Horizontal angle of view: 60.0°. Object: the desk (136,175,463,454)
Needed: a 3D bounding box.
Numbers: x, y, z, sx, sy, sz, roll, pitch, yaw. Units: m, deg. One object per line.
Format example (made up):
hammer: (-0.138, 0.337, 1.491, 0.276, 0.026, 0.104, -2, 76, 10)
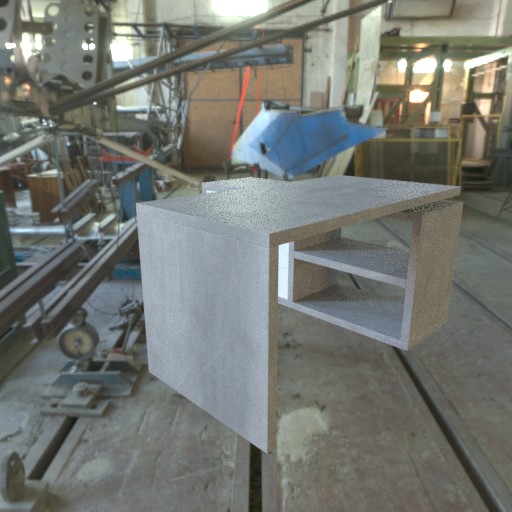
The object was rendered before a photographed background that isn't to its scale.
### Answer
desk: (0.000, 0.000, 2.304, 1.500, 0.740, 1.400, 16, 23, 43)
